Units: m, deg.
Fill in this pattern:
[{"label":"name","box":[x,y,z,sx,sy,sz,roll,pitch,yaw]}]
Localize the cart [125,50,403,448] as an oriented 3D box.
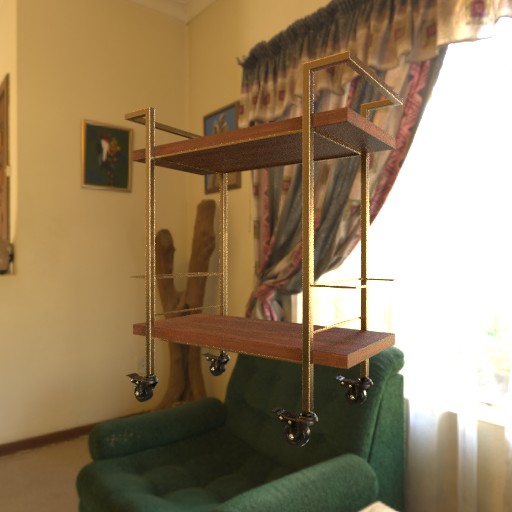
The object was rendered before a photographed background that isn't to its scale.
[{"label":"cart","box":[0.000,0.000,1.198,0.695,0.807,0.364,0,1,36]}]
